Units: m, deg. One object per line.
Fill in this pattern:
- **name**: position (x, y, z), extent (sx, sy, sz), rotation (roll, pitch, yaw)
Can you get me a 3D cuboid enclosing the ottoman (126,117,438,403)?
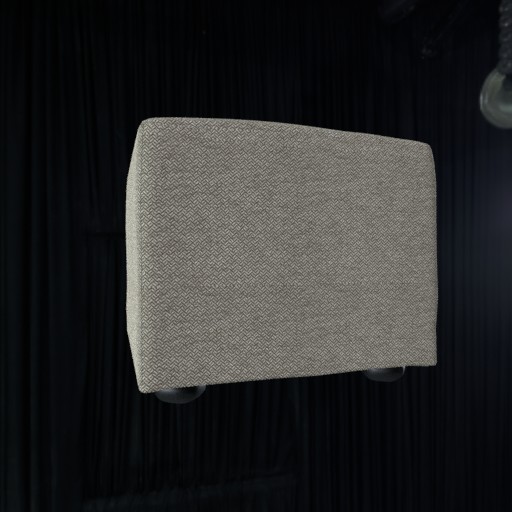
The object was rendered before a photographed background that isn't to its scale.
- **ottoman**: position (0.000, 0.000, 0.932), extent (0.512, 0.453, 0.519), rotation (0, 1, -18)
